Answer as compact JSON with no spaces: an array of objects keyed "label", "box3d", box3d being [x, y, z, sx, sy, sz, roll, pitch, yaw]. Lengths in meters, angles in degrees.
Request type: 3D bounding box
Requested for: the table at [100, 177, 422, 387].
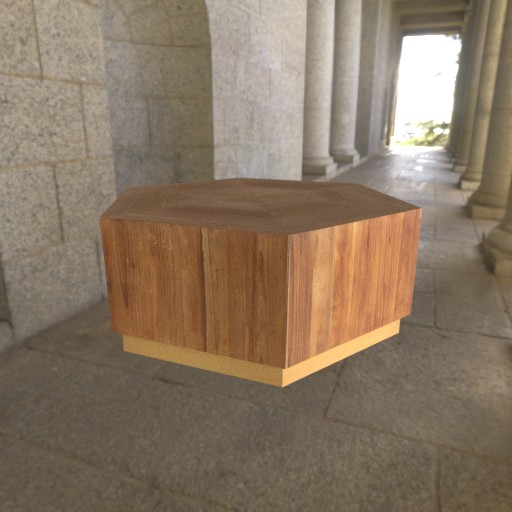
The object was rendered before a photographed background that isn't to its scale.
[{"label":"table","box3d":[0.000,0.000,1.698,1.000,0.456,1.154,-2,17,-8]}]
